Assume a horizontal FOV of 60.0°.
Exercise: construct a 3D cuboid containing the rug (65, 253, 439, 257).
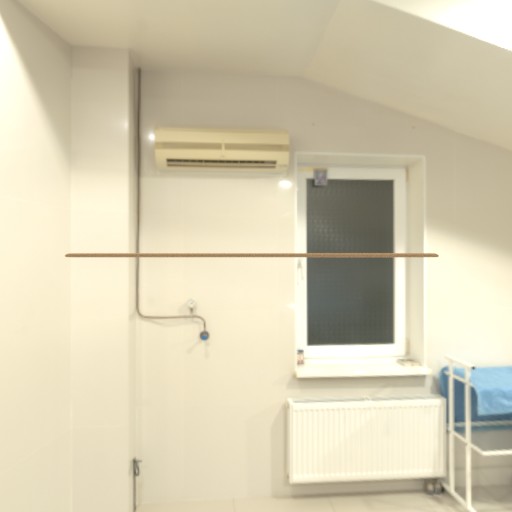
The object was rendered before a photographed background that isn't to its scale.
[{"bbox_3d":[0.000,0.000,2.080,1.061,0.012,1.668,0,0,1],"label":"rug"}]
